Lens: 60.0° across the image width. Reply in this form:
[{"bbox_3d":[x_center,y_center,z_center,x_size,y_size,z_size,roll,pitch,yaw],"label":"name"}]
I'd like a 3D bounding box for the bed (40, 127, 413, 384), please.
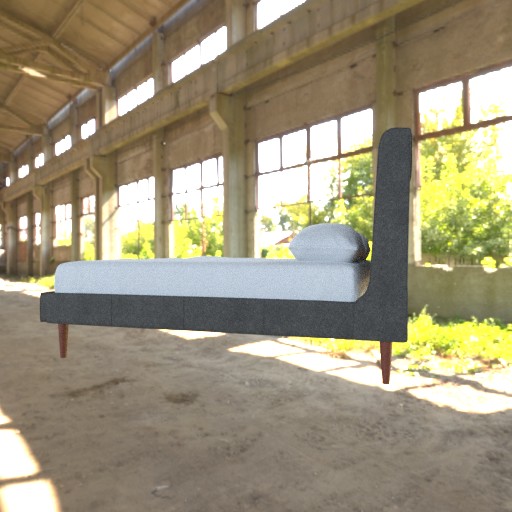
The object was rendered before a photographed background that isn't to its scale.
[{"bbox_3d":[0.000,0.000,2.536,1.638,0.933,1.531,0,0,17],"label":"bed"}]
